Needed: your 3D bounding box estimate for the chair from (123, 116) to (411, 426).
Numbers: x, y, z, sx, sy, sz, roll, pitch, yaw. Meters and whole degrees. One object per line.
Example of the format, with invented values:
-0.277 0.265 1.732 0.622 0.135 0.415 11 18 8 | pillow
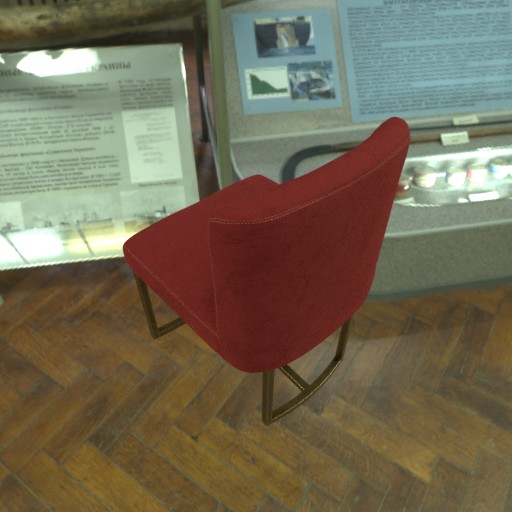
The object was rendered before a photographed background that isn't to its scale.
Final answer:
0.000 0.000 1.194 0.530 0.824 0.560 -32 53 -28 | chair
